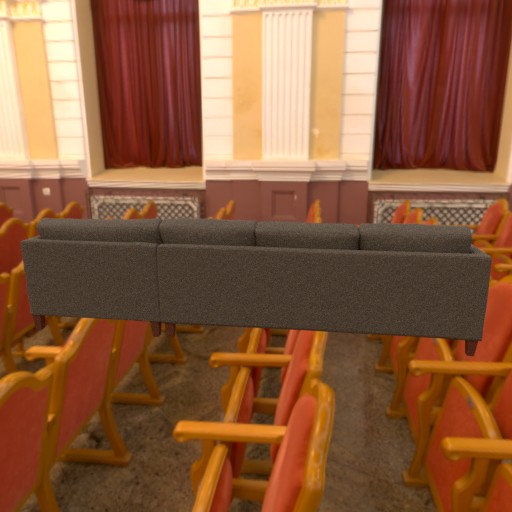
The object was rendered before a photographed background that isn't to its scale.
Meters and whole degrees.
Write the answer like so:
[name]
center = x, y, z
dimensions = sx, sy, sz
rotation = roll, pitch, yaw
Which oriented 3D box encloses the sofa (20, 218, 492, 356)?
[sofa]
center = 0.000, 0.000, 3.768
dimensions = 3.186, 0.846, 1.625
rotation = 2, 15, 8
